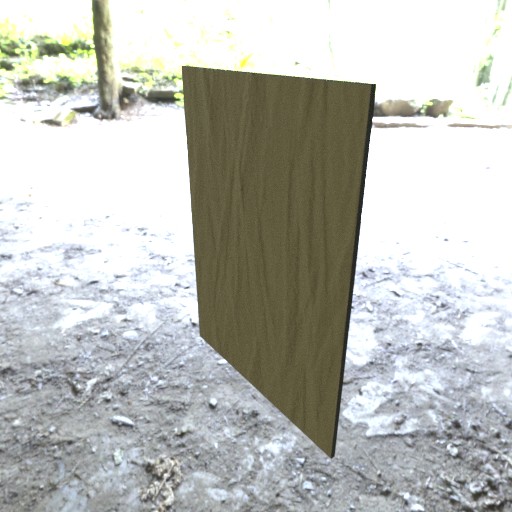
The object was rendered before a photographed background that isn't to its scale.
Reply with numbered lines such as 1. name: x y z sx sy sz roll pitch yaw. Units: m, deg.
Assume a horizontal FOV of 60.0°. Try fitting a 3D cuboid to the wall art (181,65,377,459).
1. wall art: 0.000 0.000 1.455 0.016 1.116 0.810 -19 32 -33
